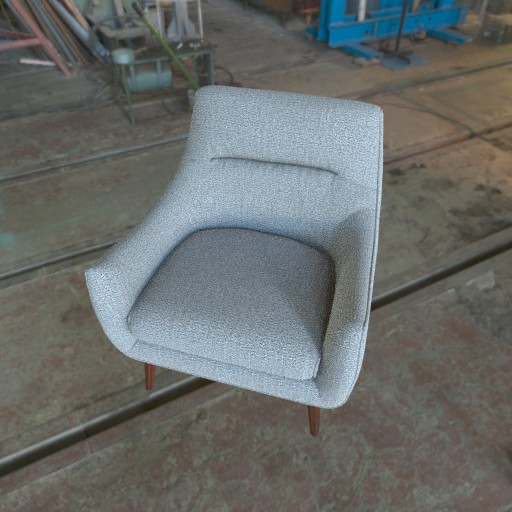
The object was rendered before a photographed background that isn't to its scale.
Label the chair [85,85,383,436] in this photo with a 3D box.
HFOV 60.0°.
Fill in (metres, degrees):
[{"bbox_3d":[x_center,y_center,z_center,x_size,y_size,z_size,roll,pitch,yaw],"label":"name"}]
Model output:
[{"bbox_3d":[0.000,0.000,1.460,0.762,0.838,0.787,11,42,12],"label":"chair"}]
